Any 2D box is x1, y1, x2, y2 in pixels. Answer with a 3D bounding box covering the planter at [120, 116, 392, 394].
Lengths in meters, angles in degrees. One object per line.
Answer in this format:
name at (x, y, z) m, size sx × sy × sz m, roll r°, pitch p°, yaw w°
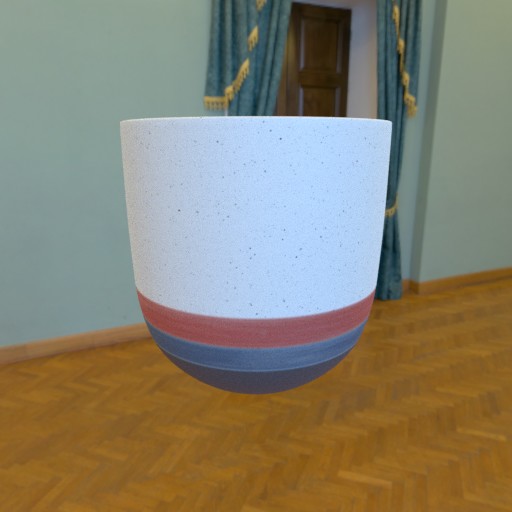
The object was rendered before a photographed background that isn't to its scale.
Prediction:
planter at (0.000, 0.000, 0.372) m, size 0.204 × 0.214 × 0.204 m, roll 0°, pitch 15°, yaw 0°
